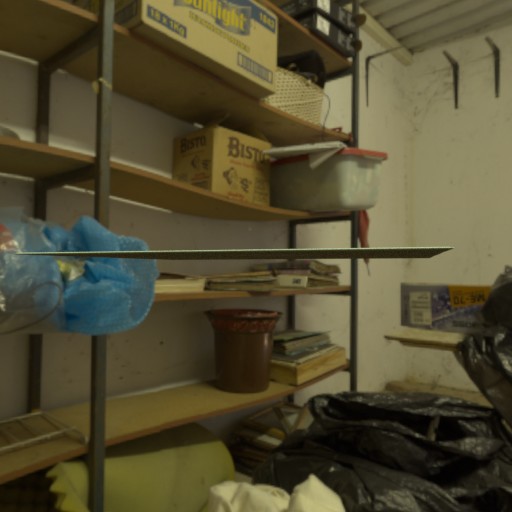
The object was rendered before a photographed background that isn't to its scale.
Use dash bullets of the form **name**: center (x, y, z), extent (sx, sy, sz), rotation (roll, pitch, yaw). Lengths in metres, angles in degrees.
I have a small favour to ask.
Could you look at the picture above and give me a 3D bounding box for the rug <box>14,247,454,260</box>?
- **rug**: center (0.000, 0.000, 3.914), extent (2.980, 0.012, 2.363), rotation (-1, -2, 19)
